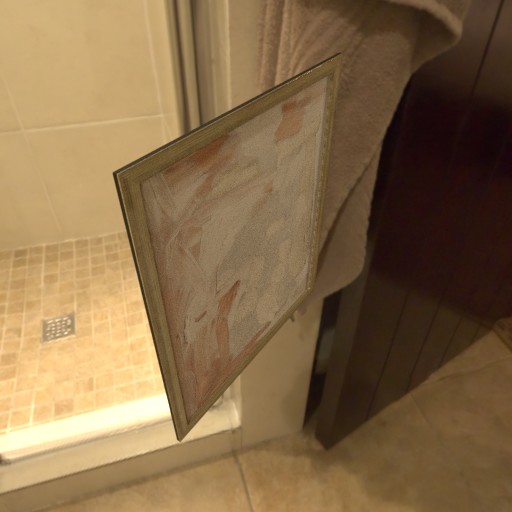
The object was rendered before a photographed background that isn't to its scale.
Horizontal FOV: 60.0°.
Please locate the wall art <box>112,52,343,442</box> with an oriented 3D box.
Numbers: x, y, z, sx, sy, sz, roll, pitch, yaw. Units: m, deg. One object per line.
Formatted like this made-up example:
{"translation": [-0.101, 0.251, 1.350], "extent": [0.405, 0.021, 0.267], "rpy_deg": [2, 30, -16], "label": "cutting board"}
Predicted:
{"translation": [0.000, 0.000, 0.775], "extent": [0.009, 0.559, 0.483], "rpy_deg": [25, 47, 26], "label": "wall art"}
